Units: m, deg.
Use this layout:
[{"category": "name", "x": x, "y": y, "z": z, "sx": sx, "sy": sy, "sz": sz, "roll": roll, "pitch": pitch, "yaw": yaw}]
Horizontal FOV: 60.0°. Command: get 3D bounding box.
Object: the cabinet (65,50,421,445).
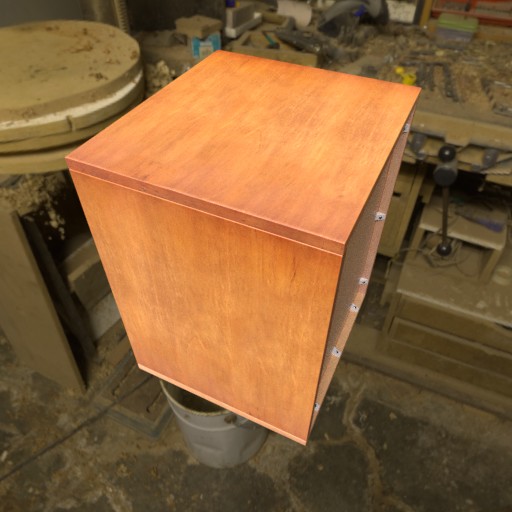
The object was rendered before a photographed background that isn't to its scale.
[{"category": "cabinet", "x": 0.000, "y": 0.000, "z": 0.856, "sx": 0.401, "sy": 0.579, "sz": 0.409, "roll": 19, "pitch": 48, "yaw": 18}]
